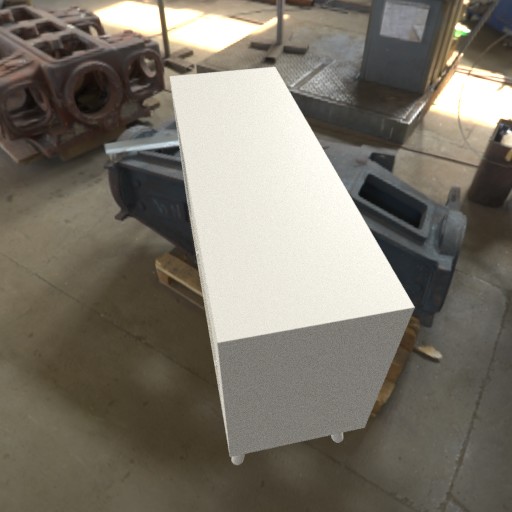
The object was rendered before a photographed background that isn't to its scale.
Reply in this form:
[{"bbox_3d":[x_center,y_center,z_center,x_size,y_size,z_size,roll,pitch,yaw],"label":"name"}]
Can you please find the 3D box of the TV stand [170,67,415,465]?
[{"bbox_3d":[0.000,0.000,1.568,0.406,0.812,1.193,-9,46,-8],"label":"TV stand"}]
